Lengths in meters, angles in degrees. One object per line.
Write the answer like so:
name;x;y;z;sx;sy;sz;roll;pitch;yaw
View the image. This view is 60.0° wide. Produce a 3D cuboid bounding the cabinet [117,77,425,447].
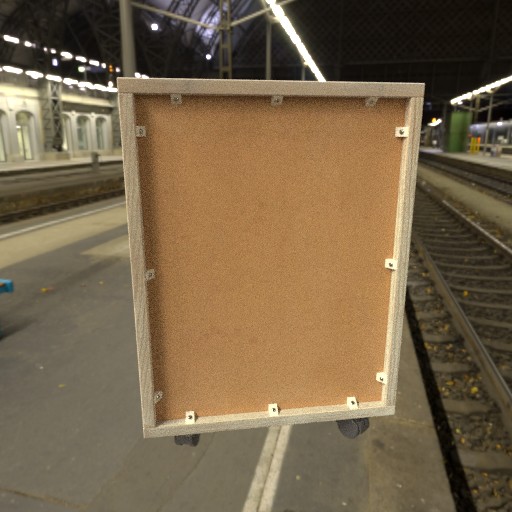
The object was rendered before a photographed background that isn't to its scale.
cabinet;0.000;0.000;0.844;0.409;0.579;0.401;-2;15;-8
